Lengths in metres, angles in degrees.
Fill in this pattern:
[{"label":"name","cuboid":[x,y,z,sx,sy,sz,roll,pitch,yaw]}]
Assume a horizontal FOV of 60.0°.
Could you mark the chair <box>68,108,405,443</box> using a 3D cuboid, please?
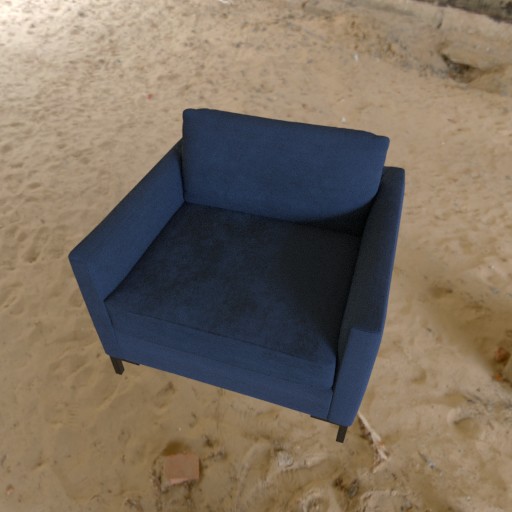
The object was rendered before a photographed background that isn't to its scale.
[{"label":"chair","cuboid":[0.000,0.000,1.652,0.964,0.812,0.875,12,44,13]}]
